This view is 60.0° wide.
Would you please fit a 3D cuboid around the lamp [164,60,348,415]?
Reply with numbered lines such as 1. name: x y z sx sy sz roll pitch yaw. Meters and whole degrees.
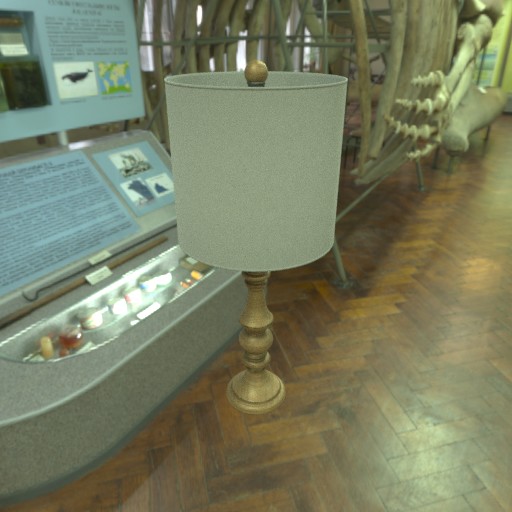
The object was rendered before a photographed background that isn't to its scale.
1. lamp: 0.000 0.000 0.737 0.250 0.597 0.250 0 26 0
